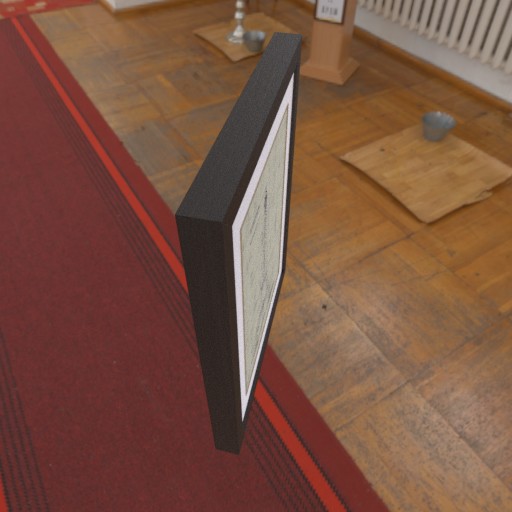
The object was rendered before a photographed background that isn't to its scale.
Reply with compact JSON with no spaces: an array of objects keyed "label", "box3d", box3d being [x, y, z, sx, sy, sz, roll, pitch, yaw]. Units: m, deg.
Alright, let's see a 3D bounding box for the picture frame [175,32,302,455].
[{"label":"picture frame","box3d":[0.000,0.000,0.746,0.044,0.555,0.452,10,47,9]}]
